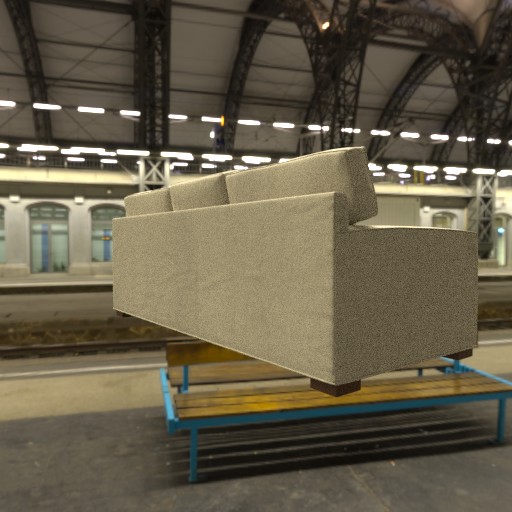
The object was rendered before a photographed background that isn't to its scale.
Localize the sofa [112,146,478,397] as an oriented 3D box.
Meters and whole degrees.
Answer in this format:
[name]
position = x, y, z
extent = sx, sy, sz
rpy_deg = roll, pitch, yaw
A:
[sofa]
position = 0.000, 0.000, 2.525
extent = 0.936, 0.862, 2.093
rpy_deg = -1, 2, -37
